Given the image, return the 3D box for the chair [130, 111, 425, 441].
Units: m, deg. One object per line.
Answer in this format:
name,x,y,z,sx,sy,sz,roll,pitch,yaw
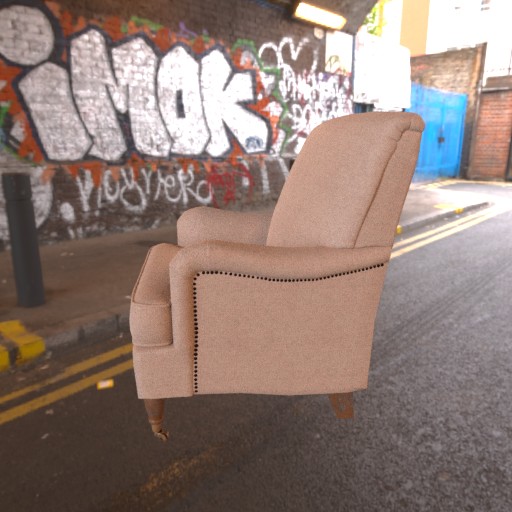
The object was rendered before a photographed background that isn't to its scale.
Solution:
chair,0.000,0.000,1.824,0.953,1.119,0.879,-2,14,-8
